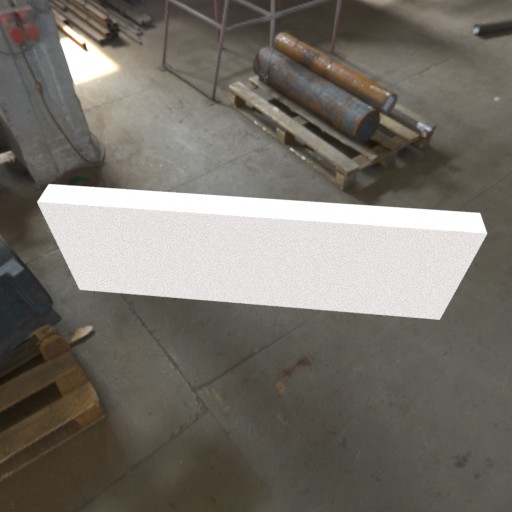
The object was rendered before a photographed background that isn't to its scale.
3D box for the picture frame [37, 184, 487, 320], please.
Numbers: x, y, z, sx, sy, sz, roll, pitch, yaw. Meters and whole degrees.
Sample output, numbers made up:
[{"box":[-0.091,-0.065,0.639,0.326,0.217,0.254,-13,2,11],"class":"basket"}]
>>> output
[{"box":[0.000,0.000,0.853,0.759,0.250,0.050,4,48,4],"class":"picture frame"}]
